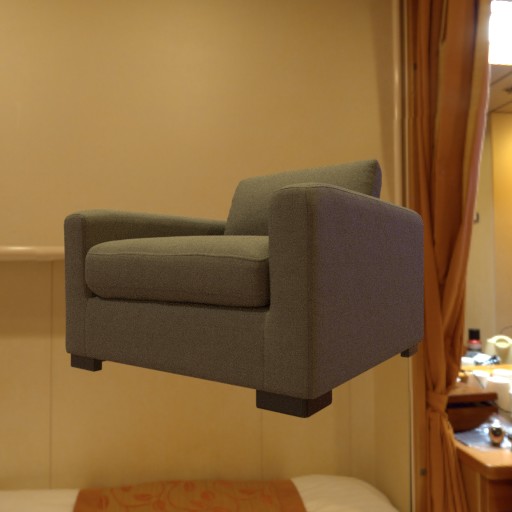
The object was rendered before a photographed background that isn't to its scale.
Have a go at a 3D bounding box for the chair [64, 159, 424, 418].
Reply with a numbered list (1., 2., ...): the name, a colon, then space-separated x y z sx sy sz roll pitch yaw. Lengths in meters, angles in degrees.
1. chair: 0.000 0.000 1.826 1.070 0.847 1.100 -1 -2 35
